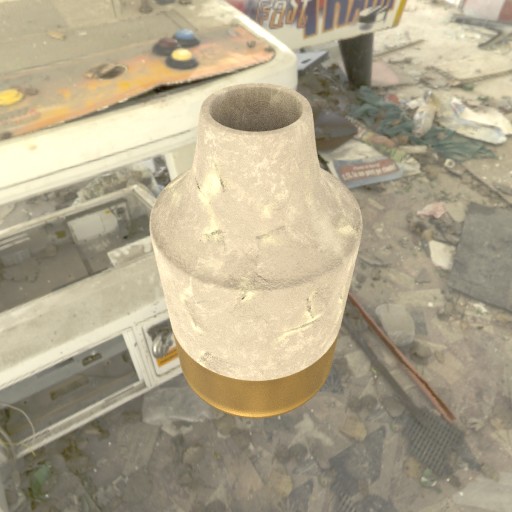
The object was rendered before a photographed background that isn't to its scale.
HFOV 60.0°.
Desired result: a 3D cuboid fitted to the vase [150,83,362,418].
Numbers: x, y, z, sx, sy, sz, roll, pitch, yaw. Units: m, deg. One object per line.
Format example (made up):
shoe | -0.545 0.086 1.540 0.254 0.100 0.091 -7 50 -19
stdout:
vase | 0.000 0.000 0.424 0.184 0.305 0.184 0 46 0
